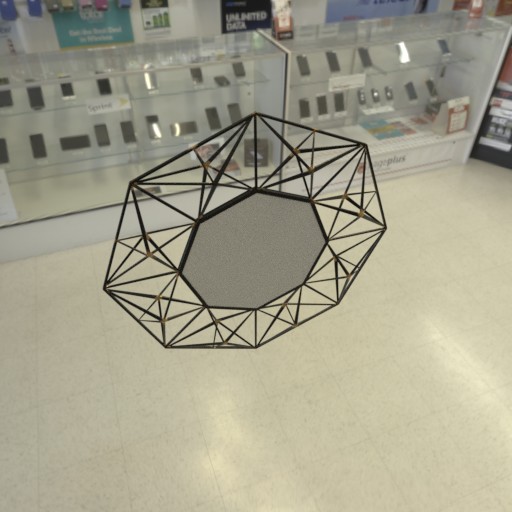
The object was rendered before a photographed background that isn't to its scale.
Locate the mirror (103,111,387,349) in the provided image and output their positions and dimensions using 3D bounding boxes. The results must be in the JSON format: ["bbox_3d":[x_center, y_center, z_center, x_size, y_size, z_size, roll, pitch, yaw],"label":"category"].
[{"bbox_3d":[0.000,0.000,1.059,0.710,0.710,0.094,-12,42,-14],"label":"mirror"}]
